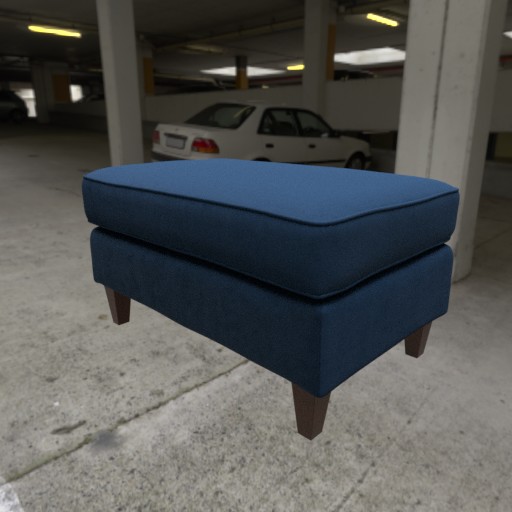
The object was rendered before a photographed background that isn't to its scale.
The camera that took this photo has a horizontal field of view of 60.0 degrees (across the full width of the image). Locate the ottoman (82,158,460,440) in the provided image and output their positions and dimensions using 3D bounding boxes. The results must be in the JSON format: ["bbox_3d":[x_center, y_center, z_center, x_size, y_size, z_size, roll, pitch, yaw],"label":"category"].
[{"bbox_3d":[0.000,0.000,1.208,0.862,0.484,0.583,16,23,42],"label":"ottoman"}]
